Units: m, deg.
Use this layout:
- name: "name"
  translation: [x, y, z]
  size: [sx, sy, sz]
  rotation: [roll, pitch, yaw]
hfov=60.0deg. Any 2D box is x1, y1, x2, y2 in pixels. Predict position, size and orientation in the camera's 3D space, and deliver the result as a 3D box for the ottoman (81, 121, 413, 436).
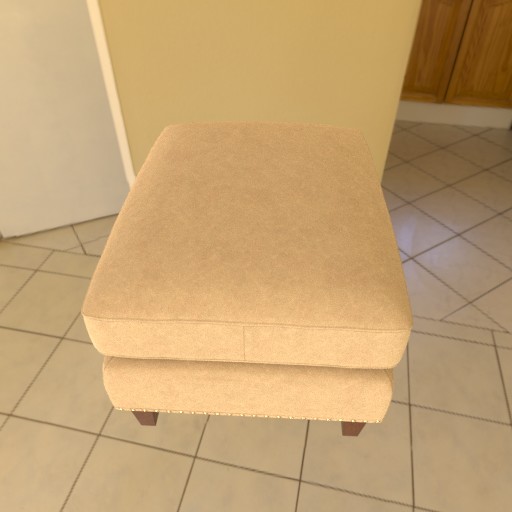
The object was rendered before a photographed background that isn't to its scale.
- name: "ottoman"
  translation: [0.000, 0.000, 1.128]
  size: [0.584, 0.513, 0.741]
  rotation: [2, 42, 2]
